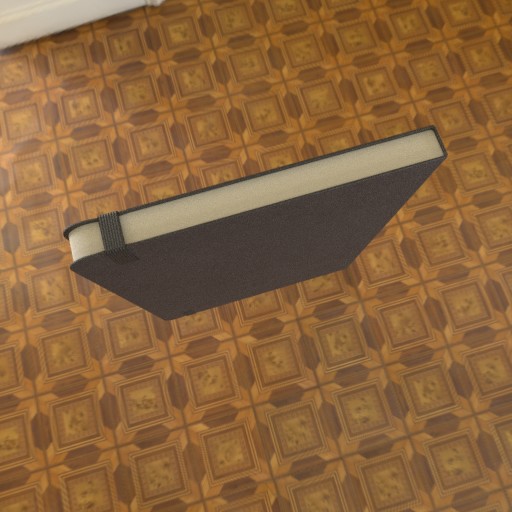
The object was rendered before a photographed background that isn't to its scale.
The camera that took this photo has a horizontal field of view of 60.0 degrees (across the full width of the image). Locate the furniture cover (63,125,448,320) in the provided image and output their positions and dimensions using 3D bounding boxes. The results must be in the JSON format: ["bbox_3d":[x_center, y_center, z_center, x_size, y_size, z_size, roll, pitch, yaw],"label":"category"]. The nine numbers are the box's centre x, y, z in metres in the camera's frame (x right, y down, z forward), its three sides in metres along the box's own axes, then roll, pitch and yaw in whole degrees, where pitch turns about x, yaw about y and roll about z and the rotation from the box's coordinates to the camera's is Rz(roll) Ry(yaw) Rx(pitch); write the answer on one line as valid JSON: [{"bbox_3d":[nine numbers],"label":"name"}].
[{"bbox_3d":[0.000,0.000,0.375,0.216,0.281,0.023,-16,76,-4],"label":"furniture cover"}]
